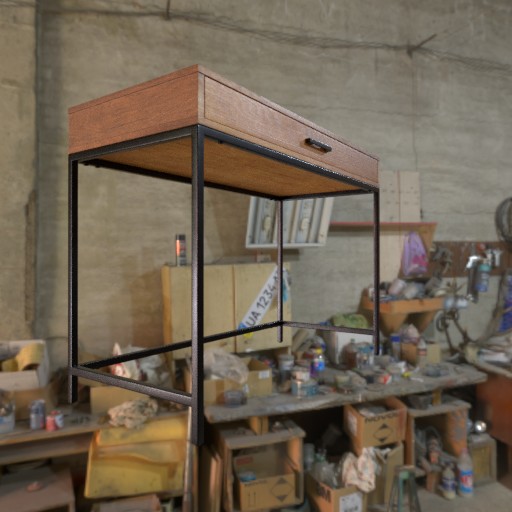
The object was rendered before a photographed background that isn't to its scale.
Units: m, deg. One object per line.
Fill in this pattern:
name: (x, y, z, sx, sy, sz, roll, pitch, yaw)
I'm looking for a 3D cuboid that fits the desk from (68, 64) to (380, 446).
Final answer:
desk: (0.000, 0.000, 1.422, 0.470, 0.762, 1.016, 0, 0, 36)
